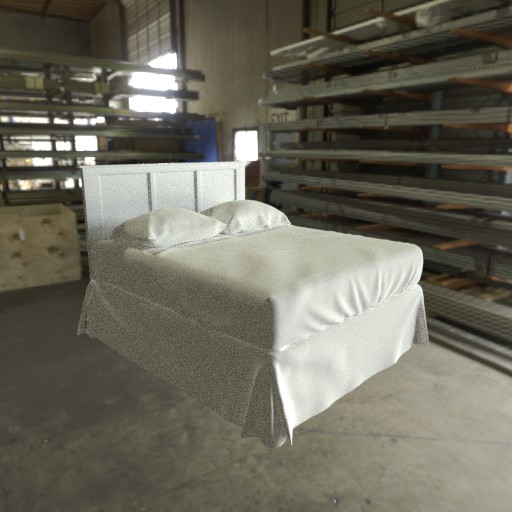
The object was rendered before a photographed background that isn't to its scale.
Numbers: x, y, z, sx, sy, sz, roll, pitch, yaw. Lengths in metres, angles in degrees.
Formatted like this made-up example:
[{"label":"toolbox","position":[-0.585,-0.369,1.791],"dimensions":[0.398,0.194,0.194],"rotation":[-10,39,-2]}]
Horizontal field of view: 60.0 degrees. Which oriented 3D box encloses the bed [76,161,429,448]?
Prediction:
[{"label":"bed","position":[0.000,0.000,3.200],"dimensions":[2.047,1.269,1.876],"rotation":[13,19,43]}]
